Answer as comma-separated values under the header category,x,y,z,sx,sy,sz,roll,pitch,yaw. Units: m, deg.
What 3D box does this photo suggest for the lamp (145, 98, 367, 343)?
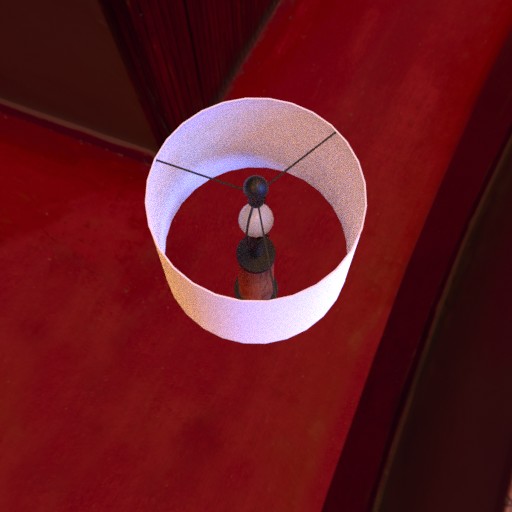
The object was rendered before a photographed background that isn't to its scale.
category,x,y,z,sx,sy,sz,roll,pitch,yaw
lamp,0.000,0.000,0.874,0.349,0.667,0.349,0,74,0
